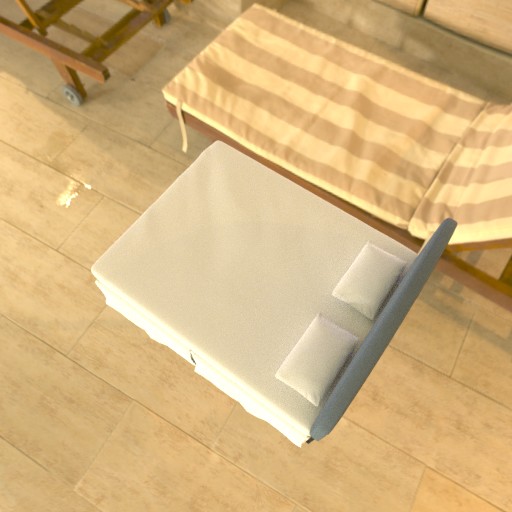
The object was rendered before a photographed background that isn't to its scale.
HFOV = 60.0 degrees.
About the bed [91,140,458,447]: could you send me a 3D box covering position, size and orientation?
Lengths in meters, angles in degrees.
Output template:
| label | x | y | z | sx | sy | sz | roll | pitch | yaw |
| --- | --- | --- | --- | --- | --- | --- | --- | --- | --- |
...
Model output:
| label | x | y | z | sx | sy | sz | roll | pitch | yaw |
| --- | --- | --- | --- | --- | --- | --- | --- | --- | --- |
| bed | 0.000 | 0.000 | 3.107 | 2.005 | 1.410 | 1.607 | 33 | 67 | 15 |
